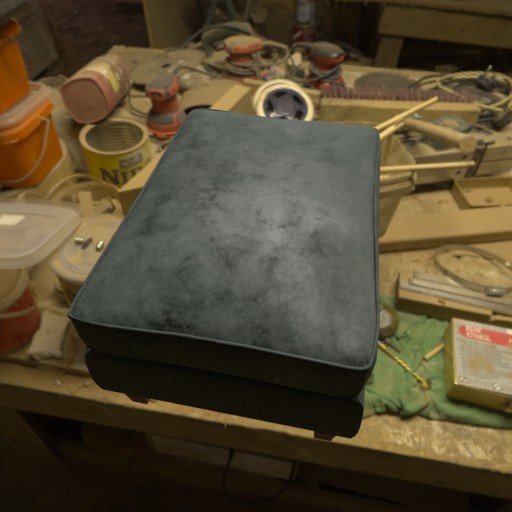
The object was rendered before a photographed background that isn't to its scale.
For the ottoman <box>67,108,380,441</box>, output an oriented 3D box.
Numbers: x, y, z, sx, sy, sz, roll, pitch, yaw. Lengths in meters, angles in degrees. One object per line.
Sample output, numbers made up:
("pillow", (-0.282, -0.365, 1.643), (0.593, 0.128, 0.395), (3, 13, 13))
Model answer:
("ottoman", (0.000, 0.000, 1.250), (0.632, 0.495, 0.864), (8, 47, 8))
